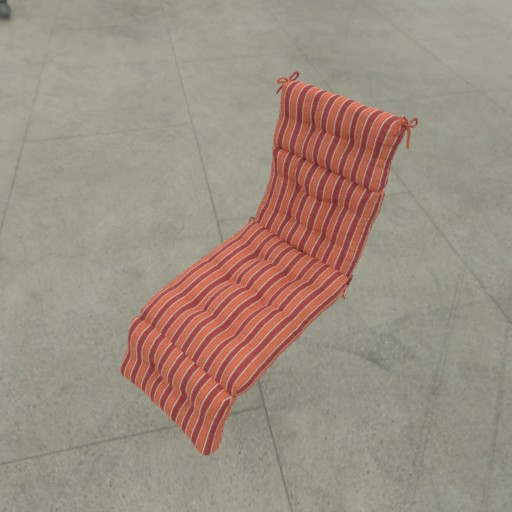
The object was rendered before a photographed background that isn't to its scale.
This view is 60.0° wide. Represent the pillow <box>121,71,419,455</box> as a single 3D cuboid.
[{"bbox_3d":[0.000,0.000,1.534,0.526,0.863,1.016,32,54,28],"label":"pillow"}]
